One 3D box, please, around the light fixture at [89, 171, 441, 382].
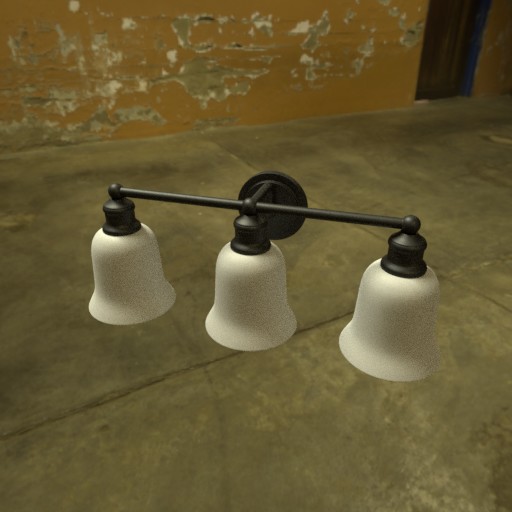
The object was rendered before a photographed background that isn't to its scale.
[{"bbox_3d":[0.000,0.000,0.680,0.570,0.211,0.198,8,29,15],"label":"light fixture"}]
